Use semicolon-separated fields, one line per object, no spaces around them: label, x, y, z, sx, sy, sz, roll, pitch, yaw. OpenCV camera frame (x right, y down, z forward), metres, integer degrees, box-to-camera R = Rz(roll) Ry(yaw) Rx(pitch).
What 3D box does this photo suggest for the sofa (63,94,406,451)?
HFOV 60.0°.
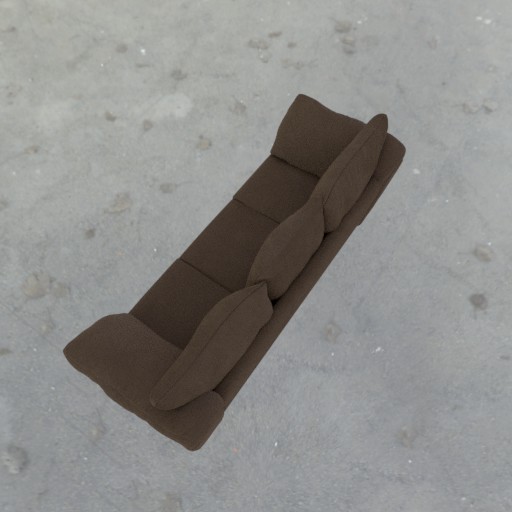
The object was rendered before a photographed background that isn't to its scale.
sofa;0.000;0.000;2.828;0.878;1.015;2.336;32;66;16
